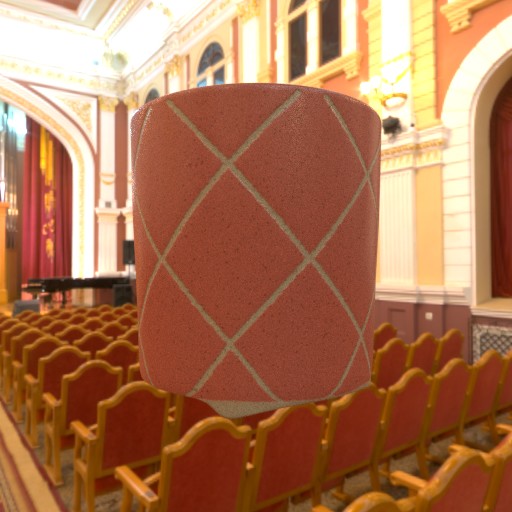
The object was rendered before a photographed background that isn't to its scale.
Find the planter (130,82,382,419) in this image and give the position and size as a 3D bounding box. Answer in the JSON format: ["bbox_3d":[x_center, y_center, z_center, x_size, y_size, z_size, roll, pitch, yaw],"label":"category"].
[{"bbox_3d":[0.000,0.000,0.414,0.227,0.235,0.227,0,-1,0],"label":"planter"}]
